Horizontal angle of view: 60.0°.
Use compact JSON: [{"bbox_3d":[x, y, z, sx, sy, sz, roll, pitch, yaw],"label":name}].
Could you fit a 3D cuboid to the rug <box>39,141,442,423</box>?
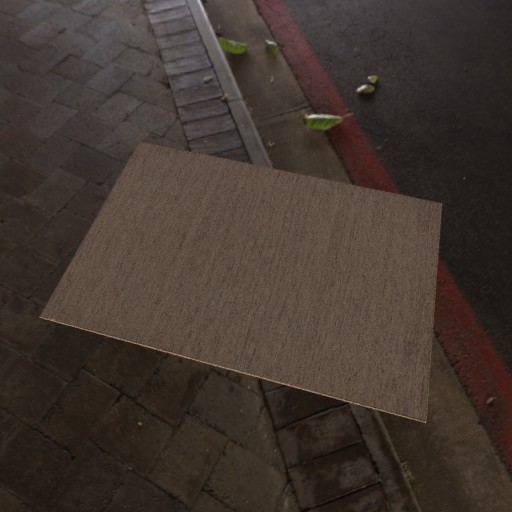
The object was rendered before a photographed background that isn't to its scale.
[{"bbox_3d":[0.000,0.000,2.325,1.840,0.013,1.225,13,60,8],"label":"rug"}]
